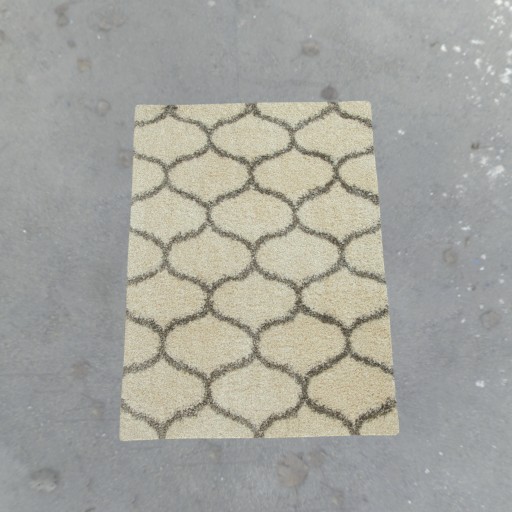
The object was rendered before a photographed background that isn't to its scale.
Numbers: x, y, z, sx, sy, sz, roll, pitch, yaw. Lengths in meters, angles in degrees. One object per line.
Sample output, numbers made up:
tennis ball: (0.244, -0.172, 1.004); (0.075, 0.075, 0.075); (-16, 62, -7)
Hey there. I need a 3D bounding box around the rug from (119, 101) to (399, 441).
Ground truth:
rug: (0.000, 0.000, 2.081); (1.200, 0.025, 1.600); (-1, 77, 0)
